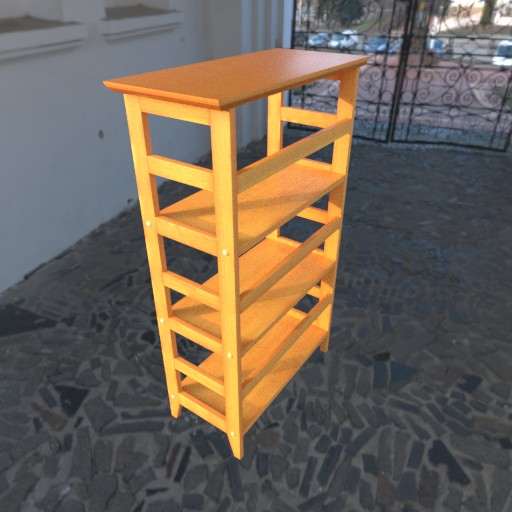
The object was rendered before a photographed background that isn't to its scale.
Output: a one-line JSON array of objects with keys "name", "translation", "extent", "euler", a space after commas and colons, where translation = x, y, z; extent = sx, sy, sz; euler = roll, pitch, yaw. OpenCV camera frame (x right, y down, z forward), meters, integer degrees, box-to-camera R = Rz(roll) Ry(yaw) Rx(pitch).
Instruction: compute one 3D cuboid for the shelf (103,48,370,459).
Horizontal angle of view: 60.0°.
[{"name": "shelf", "translation": [0.000, 0.000, 1.344], "extent": [0.305, 1.067, 0.660], "euler": [20, 37, 29]}]
